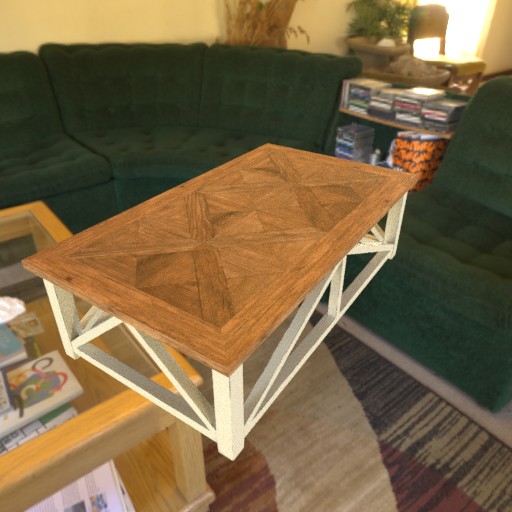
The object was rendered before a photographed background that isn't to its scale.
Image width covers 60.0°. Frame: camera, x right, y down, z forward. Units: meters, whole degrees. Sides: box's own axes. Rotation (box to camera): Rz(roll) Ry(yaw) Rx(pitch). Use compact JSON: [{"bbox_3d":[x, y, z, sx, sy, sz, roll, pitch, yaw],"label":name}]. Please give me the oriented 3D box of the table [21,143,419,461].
[{"bbox_3d":[0.000,0.000,1.775,0.800,0.410,1.400,20,37,28],"label":"table"}]
